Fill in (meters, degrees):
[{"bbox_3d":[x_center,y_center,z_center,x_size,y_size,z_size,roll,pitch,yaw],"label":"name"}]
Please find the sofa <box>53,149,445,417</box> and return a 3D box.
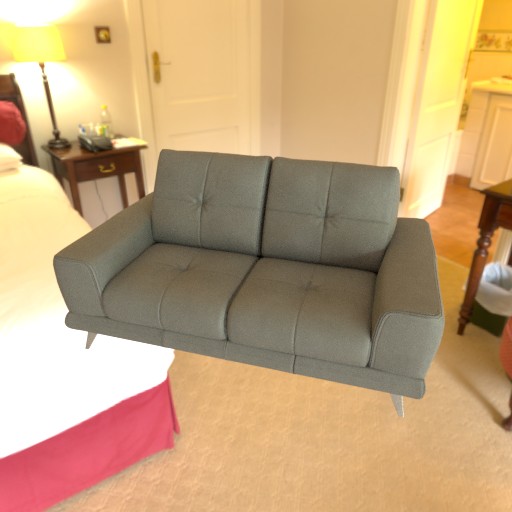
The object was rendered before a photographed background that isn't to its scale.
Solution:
[{"bbox_3d":[0.000,0.000,2.343,1.806,0.907,1.018,8,28,15],"label":"sofa"}]
